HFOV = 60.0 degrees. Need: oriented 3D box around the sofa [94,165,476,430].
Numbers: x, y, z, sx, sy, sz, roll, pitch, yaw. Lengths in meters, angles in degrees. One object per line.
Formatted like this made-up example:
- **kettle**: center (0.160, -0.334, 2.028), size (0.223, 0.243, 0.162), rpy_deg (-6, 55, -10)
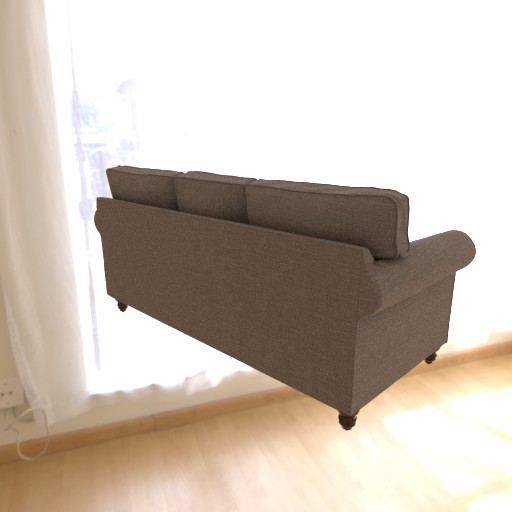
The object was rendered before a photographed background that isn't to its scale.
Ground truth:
- **sofa**: center (0.000, 0.000, 2.515), size (2.084, 0.961, 0.916), rpy_deg (14, 21, 43)
